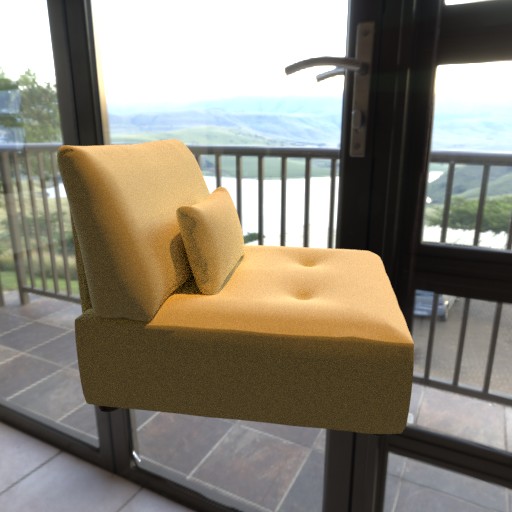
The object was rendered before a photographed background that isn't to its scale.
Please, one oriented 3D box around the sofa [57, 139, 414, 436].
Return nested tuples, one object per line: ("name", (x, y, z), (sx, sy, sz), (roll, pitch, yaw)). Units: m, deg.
("sofa", (0.000, 0.000, 1.646), (1.000, 0.820, 0.930), (3, 16, 9))
